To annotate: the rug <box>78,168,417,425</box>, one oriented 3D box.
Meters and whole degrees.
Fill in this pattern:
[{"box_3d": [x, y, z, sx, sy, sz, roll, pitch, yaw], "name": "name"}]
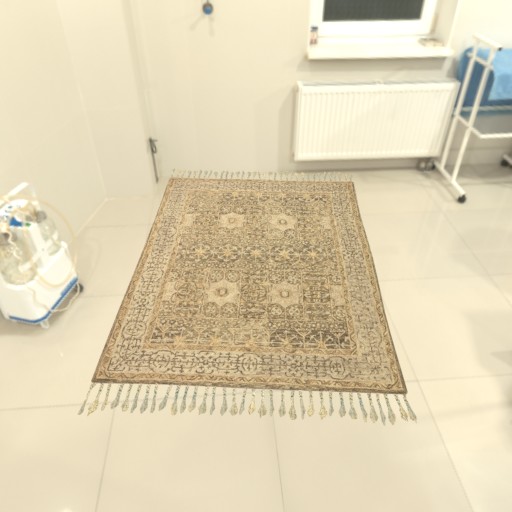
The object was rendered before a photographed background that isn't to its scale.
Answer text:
[{"box_3d": [0.000, 0.000, 3.036, 1.619, 0.023, 2.465, 1, 39, 2], "name": "rug"}]
